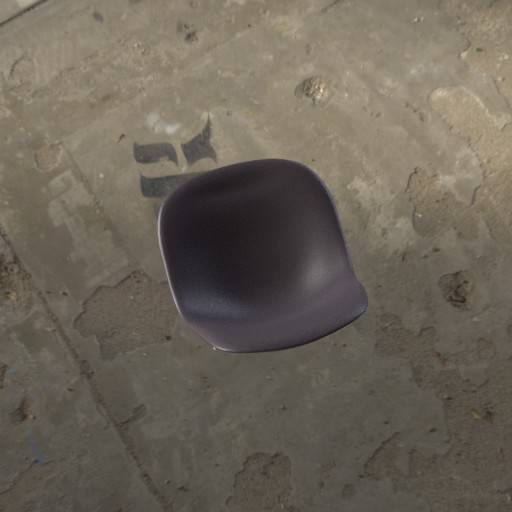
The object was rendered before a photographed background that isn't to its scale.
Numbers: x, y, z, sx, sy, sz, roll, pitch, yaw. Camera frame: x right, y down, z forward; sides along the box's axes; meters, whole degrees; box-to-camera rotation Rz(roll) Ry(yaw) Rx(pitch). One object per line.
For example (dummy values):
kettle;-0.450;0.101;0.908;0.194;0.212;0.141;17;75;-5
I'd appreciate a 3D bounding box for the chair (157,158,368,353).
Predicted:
chair;0.000;0.000;1.158;0.470;0.825;0.533;-15;75;-4
